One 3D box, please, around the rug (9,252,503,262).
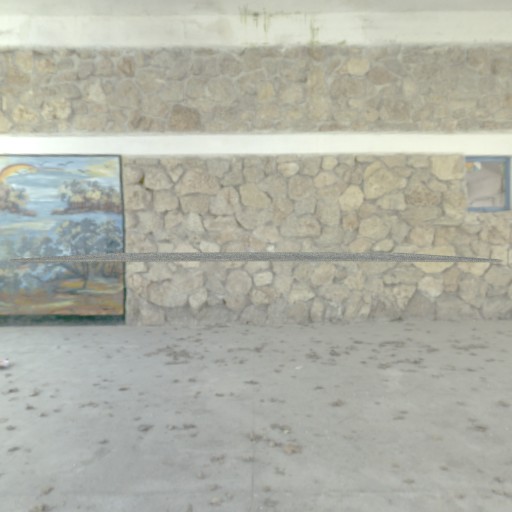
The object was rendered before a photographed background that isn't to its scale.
[{"bbox_3d":[0.000,0.000,2.992,2.498,0.022,1.535,0,2,1],"label":"rug"}]
